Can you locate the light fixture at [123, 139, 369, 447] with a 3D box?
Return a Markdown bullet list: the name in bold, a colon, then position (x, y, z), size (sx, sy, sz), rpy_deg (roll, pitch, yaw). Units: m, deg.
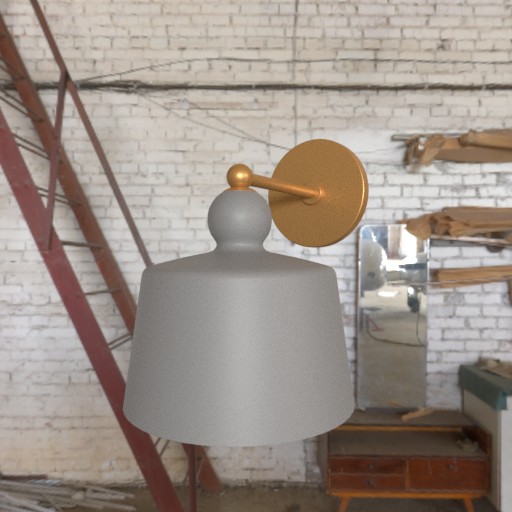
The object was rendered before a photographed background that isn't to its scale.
- **light fixture**: position (0.000, 0.000, 0.422), size (0.204, 0.268, 0.254), rpy_deg (0, 1, 36)
